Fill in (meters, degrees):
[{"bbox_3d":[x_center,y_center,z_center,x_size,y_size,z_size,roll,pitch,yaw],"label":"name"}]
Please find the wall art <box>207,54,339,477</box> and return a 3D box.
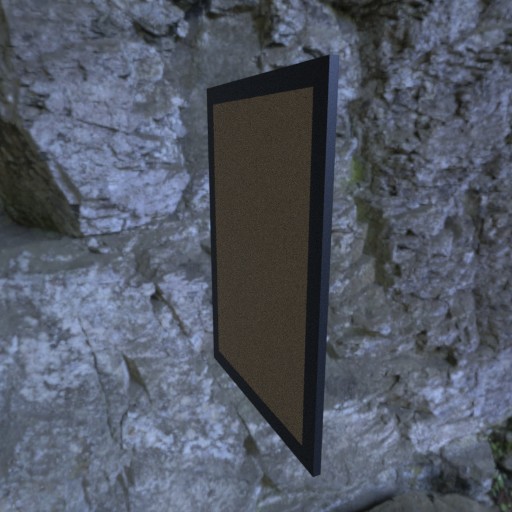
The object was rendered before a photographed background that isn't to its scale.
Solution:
[{"bbox_3d":[0.000,0.000,0.704,0.013,0.534,0.381,-7,17,-25],"label":"wall art"}]
